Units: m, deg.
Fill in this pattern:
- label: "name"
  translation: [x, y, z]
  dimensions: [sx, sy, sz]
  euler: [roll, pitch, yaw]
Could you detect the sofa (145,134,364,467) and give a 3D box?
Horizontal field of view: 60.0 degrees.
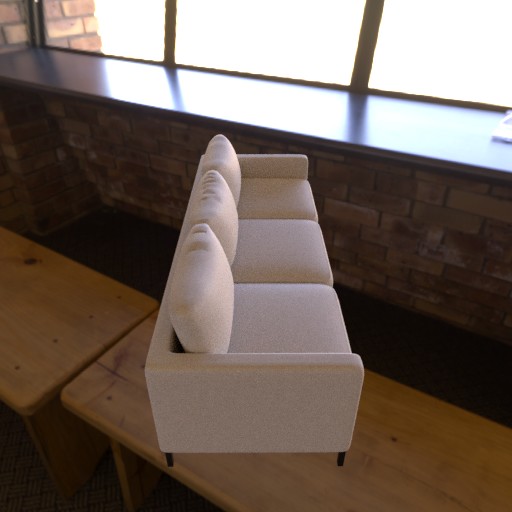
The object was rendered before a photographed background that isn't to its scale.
- label: "sofa"
  translation: [0.000, 0.000, 2.696]
  dimensions: [0.859, 0.874, 2.218]
  euler: [0, 34, 0]
